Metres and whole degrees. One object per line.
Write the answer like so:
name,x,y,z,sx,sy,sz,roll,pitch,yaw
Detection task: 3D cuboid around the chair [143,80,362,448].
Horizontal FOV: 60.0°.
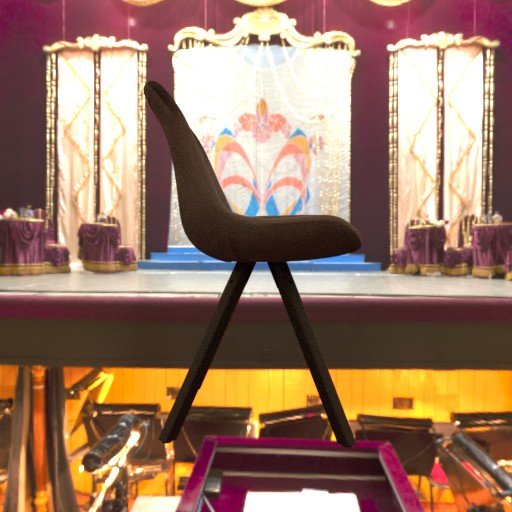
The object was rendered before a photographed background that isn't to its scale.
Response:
chair,0.000,0.000,1.197,0.550,0.850,0.476,0,1,1
